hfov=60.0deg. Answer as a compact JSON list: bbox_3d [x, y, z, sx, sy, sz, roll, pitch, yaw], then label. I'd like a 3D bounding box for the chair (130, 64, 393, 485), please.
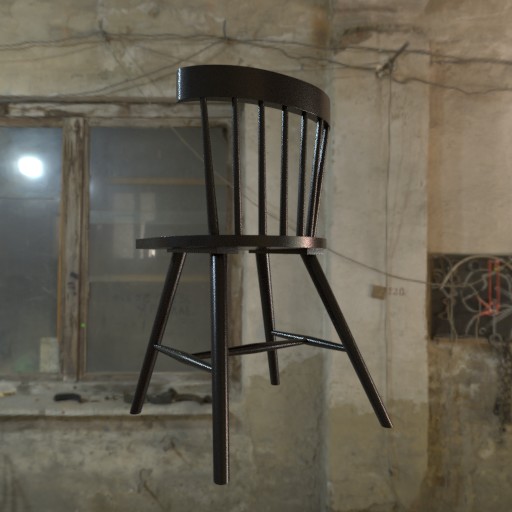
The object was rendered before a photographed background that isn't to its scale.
[{"bbox_3d":[0.000,0.000,1.150,0.506,0.844,0.483,0,-1,-35],"label":"chair"}]
